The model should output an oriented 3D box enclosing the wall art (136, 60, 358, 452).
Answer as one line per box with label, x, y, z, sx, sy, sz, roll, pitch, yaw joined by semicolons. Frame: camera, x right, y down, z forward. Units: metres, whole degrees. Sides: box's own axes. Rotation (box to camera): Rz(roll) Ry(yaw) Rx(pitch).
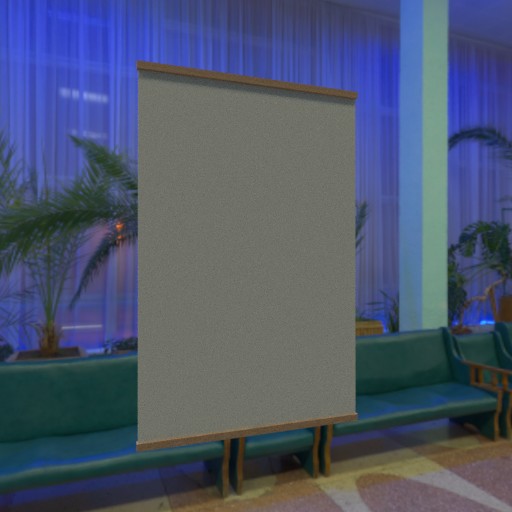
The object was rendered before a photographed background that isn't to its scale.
wall art;0.000;0.000;1.898;0.990;1.519;0.030;0;0;-20
